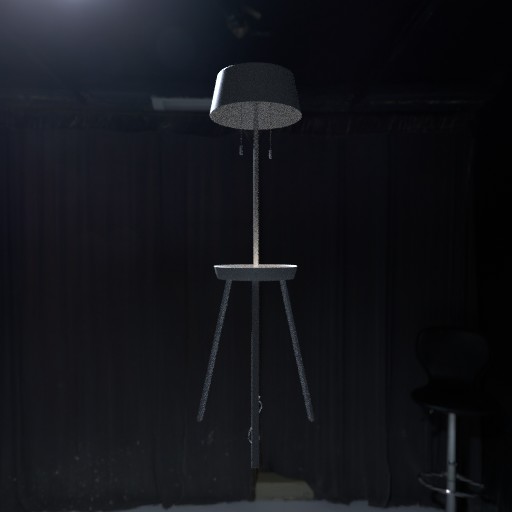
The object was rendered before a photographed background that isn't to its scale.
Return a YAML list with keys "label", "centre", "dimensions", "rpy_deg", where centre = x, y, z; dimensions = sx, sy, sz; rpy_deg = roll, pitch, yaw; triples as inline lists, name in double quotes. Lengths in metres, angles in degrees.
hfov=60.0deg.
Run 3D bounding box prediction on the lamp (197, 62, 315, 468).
- label: "lamp"
  centre: [0.000, 0.000, 1.716]
  dimensions: [0.508, 1.429, 0.468]
  rpy_deg: [0, 1, 0]
